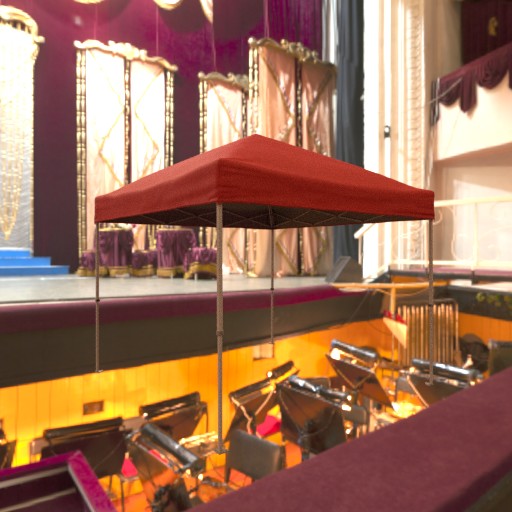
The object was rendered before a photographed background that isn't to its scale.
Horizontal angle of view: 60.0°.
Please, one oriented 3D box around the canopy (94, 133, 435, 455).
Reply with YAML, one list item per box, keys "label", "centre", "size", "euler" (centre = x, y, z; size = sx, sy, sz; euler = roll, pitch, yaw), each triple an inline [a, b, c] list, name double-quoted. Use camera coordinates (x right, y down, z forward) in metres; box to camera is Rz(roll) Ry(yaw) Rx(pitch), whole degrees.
- label: "canopy"
  centre: [0.000, 0.000, 5.441]
  size: [2.998, 2.997, 2.996]
  euler: [0, 1, -37]
